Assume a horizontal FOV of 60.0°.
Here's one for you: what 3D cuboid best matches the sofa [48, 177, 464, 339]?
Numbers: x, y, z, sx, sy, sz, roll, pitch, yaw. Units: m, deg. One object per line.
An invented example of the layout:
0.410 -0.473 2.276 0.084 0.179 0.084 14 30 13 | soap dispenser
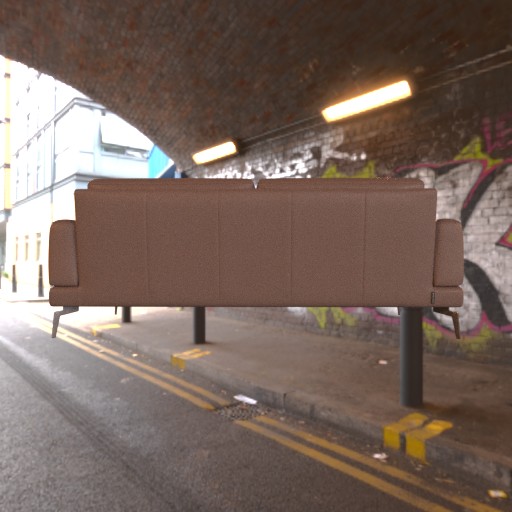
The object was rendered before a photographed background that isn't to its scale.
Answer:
0.000 0.000 2.453 1.940 0.765 0.974 0 0 1 | sofa
